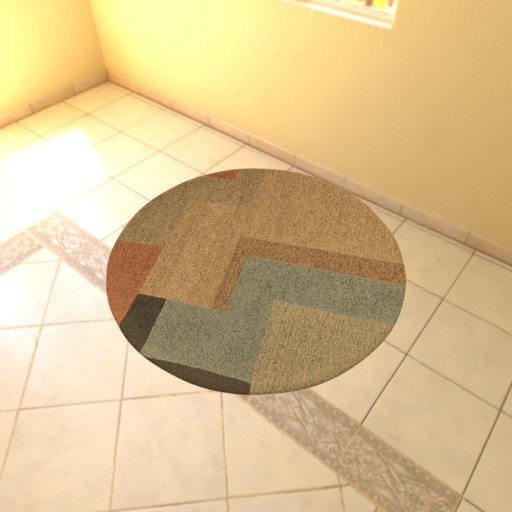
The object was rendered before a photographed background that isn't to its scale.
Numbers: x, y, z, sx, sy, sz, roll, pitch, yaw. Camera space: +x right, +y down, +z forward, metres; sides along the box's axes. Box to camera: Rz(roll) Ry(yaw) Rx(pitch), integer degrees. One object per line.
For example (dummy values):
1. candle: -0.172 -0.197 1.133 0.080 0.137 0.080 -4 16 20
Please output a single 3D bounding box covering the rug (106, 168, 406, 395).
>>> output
1. rug: 0.000 0.000 3.726 2.461 0.033 2.461 0 47 0
